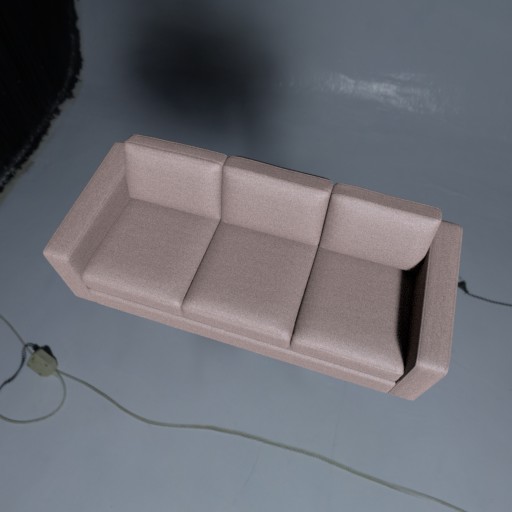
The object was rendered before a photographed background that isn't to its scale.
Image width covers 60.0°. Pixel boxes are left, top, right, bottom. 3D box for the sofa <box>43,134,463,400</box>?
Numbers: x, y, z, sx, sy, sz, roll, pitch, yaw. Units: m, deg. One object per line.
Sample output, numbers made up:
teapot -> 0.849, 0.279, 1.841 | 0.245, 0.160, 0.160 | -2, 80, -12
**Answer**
sofa -> 0.000, 0.000, 2.584 | 2.160, 0.806, 0.900 | 15, 60, 9
